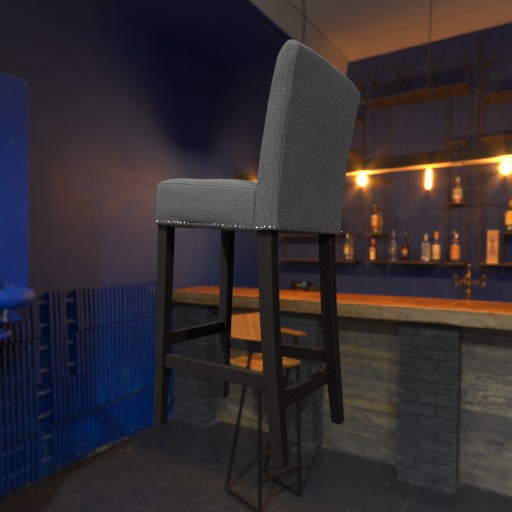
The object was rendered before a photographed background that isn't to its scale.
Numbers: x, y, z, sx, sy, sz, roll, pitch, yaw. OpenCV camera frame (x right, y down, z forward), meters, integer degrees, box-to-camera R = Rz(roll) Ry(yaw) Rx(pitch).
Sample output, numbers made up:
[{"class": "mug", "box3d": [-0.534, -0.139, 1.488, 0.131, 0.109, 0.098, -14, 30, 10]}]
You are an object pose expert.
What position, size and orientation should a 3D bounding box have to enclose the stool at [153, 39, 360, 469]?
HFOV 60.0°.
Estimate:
[{"class": "stool", "box3d": [0.000, 0.000, 1.355, 0.548, 1.047, 0.411, 0, 1, 34]}]
